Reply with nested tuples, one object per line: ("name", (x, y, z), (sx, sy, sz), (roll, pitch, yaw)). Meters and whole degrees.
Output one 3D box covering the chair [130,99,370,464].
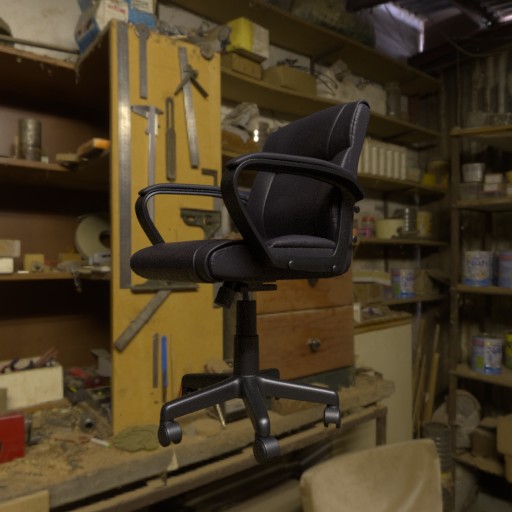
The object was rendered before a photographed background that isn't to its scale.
("chair", (0.000, 0.000, 1.361), (0.641, 0.998, 0.576), (1, -1, -37))
